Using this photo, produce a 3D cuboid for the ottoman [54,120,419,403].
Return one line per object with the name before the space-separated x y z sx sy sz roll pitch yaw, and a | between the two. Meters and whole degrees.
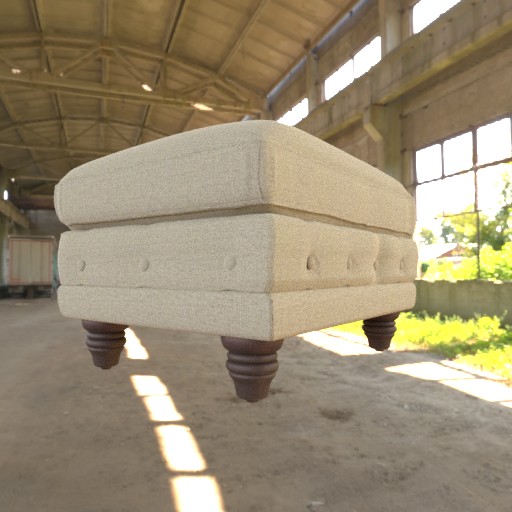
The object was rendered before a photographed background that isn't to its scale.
ottoman | 0.000 0.000 1.001 0.541 0.463 0.684 -1 -2 37
